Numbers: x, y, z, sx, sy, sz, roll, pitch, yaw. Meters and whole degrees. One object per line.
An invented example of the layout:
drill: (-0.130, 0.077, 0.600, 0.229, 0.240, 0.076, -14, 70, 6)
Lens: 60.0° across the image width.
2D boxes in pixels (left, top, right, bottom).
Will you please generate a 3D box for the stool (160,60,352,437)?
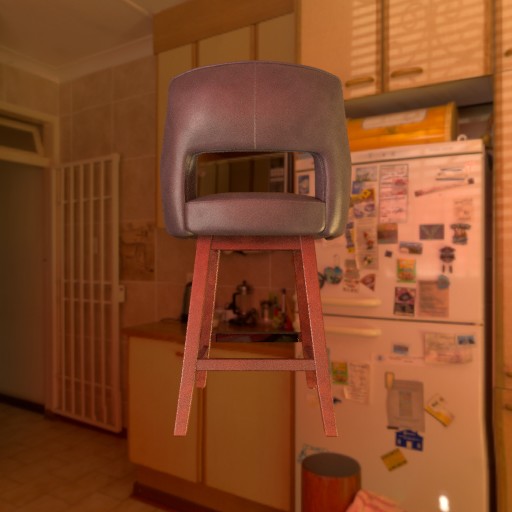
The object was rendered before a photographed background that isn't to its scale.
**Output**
stool: (0.000, 0.000, 1.327, 0.550, 0.936, 0.560, 0, 0, 0)
